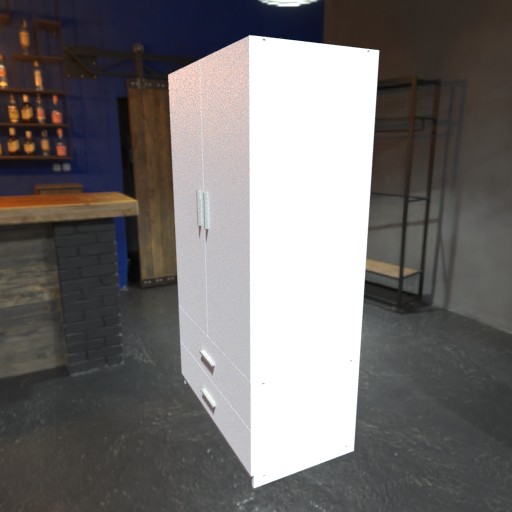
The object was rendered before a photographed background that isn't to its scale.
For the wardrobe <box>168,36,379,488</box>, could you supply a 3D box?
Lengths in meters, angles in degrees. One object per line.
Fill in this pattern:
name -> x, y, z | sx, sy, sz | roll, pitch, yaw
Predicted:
wardrobe -> 0.000, 0.000, 2.250 | 0.577, 1.808, 0.991 | -7, 16, -26
